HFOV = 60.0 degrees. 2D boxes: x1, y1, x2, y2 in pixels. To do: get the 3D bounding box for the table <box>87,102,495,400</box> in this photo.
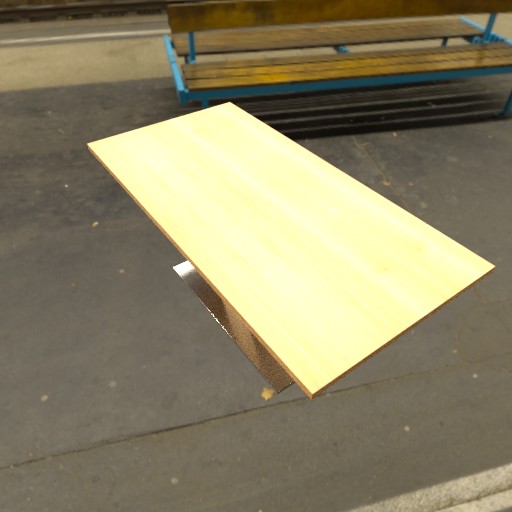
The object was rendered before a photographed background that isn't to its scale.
[{"bbox_3d":[0.000,0.000,2.246,0.900,0.750,1.800,-26,48,-26],"label":"table"}]
